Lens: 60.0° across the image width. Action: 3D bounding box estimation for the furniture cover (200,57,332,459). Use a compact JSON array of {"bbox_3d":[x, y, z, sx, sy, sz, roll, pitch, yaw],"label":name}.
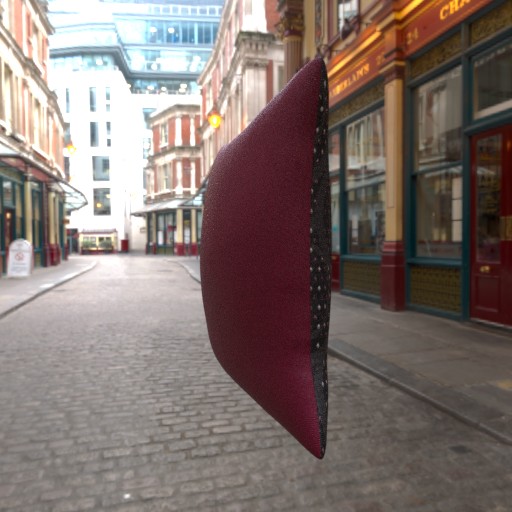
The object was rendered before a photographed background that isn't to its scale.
[{"bbox_3d":[0.000,0.000,0.813,0.193,0.509,0.552,0,1,-17],"label":"furniture cover"}]
